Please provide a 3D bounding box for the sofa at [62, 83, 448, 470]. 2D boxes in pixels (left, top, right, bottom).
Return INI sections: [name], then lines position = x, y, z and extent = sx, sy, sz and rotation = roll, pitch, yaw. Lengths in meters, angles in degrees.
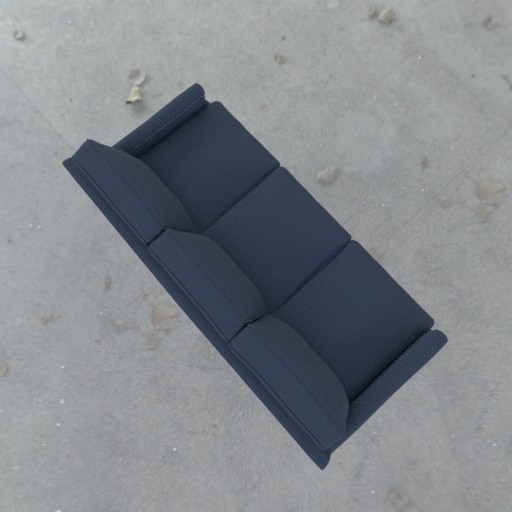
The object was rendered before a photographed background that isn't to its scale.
[sofa]
position = 0.000, 0.000, 2.748
extent = 1.084, 1.003, 2.246
rotation = -41, 79, -10
